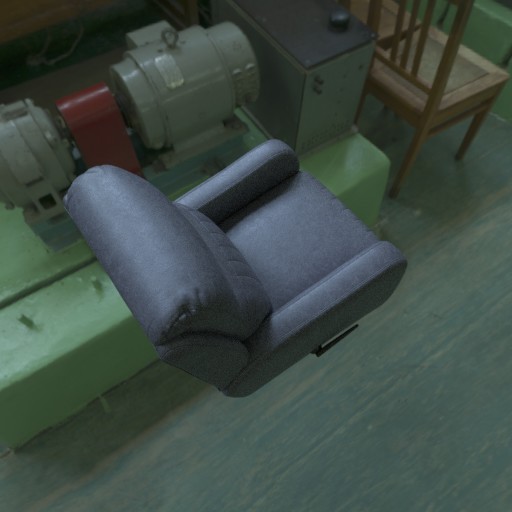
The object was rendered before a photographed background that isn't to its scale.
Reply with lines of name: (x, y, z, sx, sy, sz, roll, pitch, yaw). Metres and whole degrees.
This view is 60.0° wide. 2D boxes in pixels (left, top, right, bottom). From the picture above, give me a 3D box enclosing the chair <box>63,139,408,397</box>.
chair: (0.000, 0.000, 1.802, 1.067, 1.067, 0.865, -32, 64, -18)
